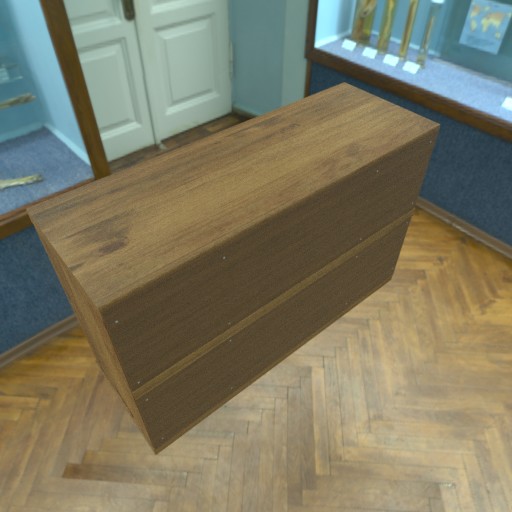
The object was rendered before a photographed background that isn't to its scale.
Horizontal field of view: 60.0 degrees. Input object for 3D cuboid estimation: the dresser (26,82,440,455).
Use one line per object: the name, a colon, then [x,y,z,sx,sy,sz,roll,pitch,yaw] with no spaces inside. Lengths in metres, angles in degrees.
dresser: [0.000,0.000,1.648,1.261,0.825,0.479,-30,52,-27]
